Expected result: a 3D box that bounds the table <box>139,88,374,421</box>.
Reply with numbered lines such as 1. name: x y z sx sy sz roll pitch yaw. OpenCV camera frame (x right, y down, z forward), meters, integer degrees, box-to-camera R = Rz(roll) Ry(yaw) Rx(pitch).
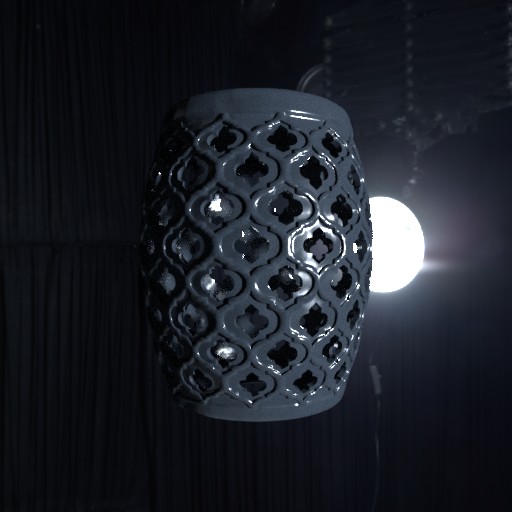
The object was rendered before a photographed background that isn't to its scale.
1. table: 0.000 0.000 0.634 0.325 0.388 0.325 0 0 0
